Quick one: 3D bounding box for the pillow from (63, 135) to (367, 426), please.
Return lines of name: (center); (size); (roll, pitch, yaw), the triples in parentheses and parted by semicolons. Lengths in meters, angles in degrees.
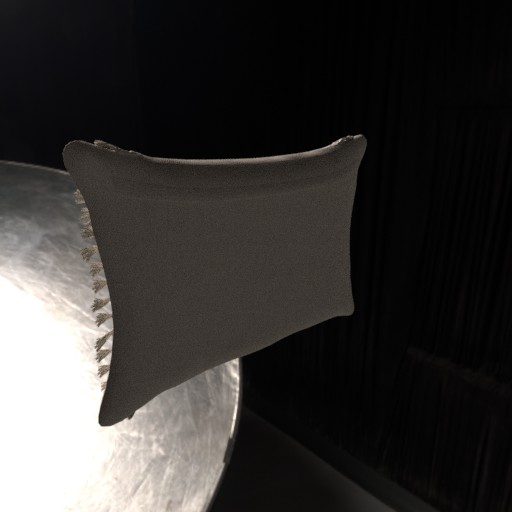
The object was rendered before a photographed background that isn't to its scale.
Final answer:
pillow: (0.000, 0.000, 0.582); (0.466, 0.305, 0.084); (-15, 22, -41)
